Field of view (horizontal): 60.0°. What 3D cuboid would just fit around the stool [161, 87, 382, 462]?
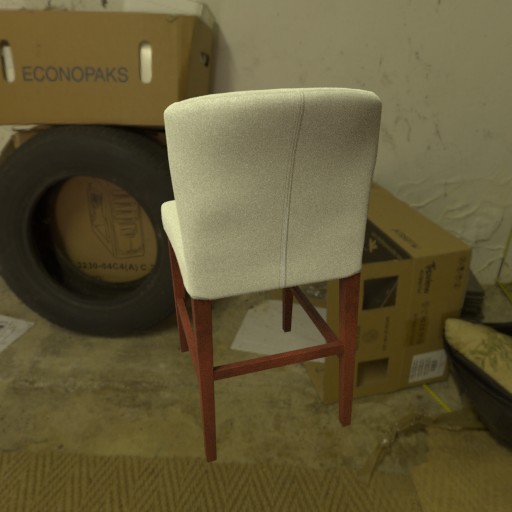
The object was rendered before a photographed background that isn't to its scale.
[{"bbox_3d":[0.000,0.000,1.277,0.479,0.968,0.568,-8,29,-15],"label":"stool"}]
